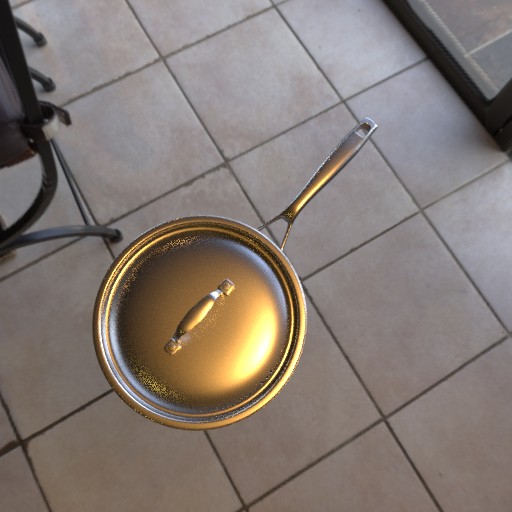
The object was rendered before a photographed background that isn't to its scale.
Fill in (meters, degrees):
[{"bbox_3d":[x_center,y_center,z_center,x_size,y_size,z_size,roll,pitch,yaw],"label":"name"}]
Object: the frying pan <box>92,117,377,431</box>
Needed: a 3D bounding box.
[{"bbox_3d":[0.000,0.000,0.592,0.272,0.086,0.490,40,79,9],"label":"frying pan"}]
